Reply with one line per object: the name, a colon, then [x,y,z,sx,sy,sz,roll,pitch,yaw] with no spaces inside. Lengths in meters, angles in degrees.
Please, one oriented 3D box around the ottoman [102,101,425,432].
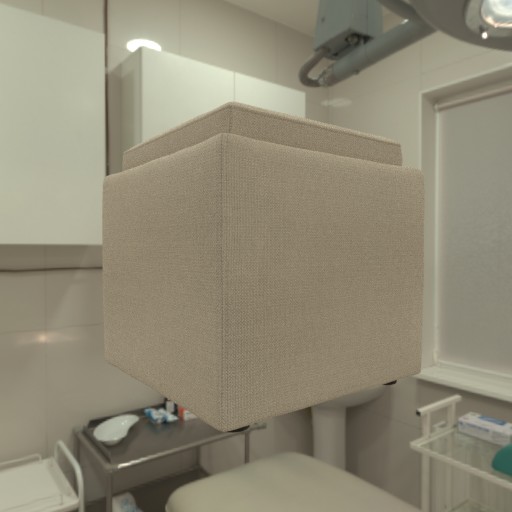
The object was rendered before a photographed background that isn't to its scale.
ottoman: [0.000,0.000,0.842,0.450,0.460,0.451,-1,1,-37]
